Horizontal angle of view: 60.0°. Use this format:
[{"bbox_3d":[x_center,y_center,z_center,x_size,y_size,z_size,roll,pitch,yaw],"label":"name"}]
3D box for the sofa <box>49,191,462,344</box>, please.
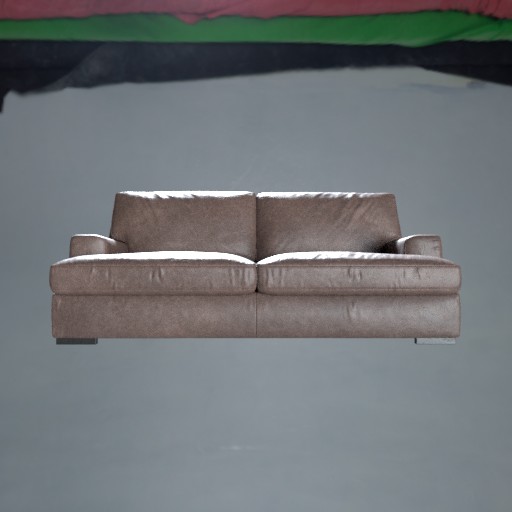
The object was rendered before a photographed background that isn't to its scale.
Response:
[{"bbox_3d":[0.000,0.000,2.871,2.261,0.941,1.143,0,0,0],"label":"sofa"}]
